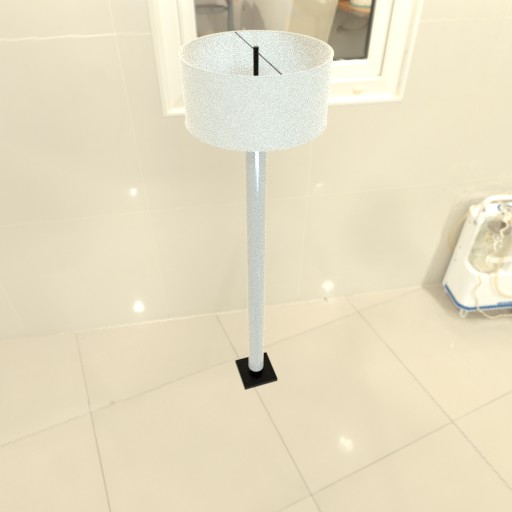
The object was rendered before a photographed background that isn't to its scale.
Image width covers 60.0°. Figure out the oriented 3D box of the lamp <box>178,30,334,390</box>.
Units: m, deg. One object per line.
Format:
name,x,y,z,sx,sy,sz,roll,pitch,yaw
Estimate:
lamp,0.000,0.000,1.667,0.420,1.475,0.420,-12,42,-14
